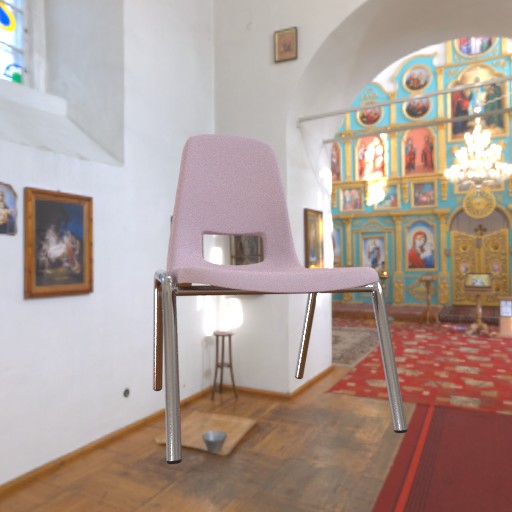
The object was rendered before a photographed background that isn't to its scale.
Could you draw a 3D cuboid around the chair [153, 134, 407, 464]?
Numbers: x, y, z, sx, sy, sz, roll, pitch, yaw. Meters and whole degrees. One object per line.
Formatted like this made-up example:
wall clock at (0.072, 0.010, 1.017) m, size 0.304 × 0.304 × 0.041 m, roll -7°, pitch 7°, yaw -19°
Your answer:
chair at (0.000, 0.000, 0.790) m, size 0.354 × 0.536 × 0.385 m, roll 0°, pitch -1°, yaw -18°
